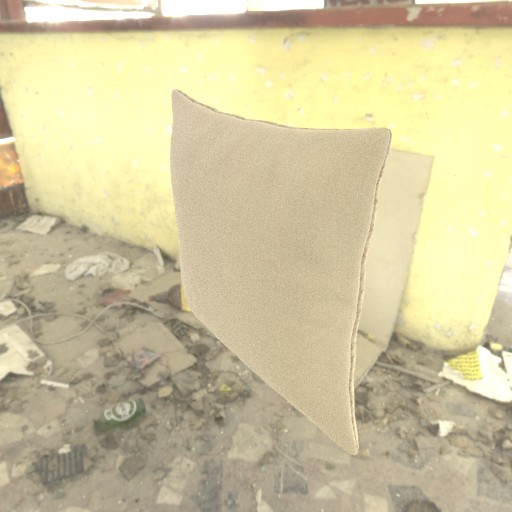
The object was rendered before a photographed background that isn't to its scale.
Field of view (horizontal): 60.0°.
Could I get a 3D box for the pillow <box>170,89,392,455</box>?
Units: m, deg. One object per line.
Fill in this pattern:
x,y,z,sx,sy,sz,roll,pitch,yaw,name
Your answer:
0.000,0.000,0.776,0.166,0.510,0.523,-18,31,-32,pillow
